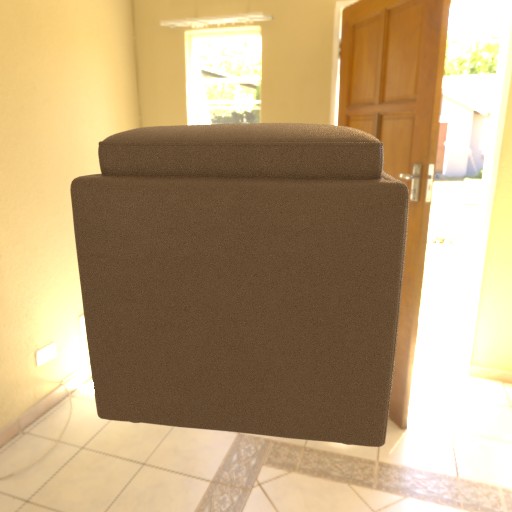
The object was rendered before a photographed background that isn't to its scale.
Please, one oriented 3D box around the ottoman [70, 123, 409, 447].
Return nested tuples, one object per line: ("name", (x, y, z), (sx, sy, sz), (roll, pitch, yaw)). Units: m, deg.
("ottoman", (0.000, 0.000, 0.803), (0.450, 0.460, 0.451), (2, 16, 9))
